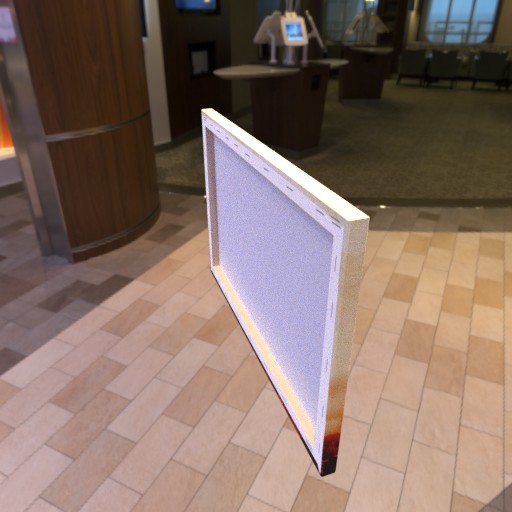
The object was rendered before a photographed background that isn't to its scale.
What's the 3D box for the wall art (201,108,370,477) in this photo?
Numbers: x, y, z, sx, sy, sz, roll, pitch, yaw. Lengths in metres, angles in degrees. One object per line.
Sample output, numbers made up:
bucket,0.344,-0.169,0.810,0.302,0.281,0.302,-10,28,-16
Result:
wall art,0.000,0.000,1.187,0.038,0.602,0.918,-10,30,-17
